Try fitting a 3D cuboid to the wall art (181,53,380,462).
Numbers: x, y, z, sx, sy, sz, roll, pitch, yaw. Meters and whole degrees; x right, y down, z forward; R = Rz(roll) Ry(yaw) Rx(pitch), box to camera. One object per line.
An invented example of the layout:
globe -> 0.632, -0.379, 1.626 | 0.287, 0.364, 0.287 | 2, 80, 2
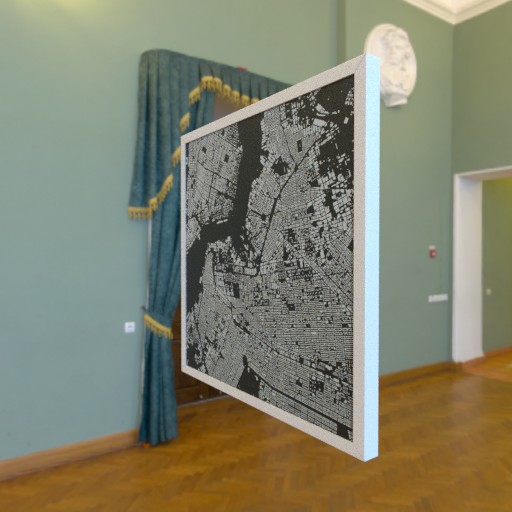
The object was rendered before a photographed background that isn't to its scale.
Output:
wall art -> 0.000, 0.000, 1.146 | 0.050, 0.762, 0.761 | -1, 1, -36
